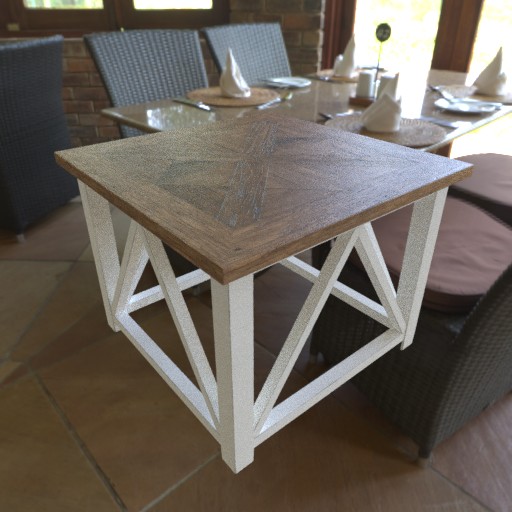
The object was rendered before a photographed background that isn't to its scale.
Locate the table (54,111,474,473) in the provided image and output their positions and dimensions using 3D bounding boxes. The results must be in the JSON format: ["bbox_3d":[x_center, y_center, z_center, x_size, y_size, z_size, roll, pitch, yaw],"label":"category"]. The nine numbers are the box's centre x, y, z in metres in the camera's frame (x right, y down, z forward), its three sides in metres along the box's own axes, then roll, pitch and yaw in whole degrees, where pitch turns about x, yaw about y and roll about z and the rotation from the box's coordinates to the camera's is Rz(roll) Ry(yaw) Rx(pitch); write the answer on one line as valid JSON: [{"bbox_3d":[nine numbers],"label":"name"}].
[{"bbox_3d":[0.000,0.000,1.173,0.700,0.532,0.700,-23,37,-33],"label":"table"}]
